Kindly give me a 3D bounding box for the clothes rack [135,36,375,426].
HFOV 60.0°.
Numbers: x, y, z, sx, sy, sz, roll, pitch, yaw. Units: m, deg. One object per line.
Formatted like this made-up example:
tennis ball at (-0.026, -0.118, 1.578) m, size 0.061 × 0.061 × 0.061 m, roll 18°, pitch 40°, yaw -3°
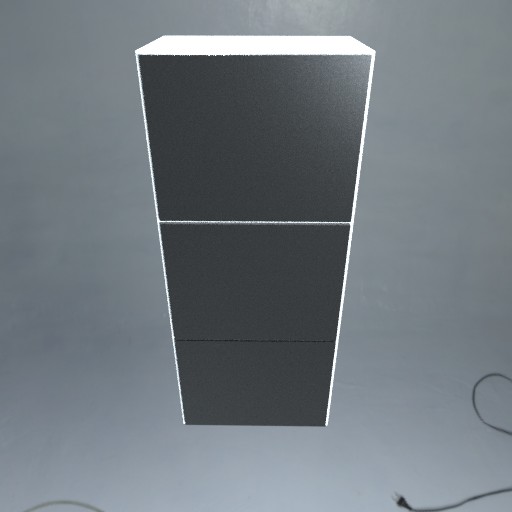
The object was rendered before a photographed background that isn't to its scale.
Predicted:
clothes rack at (0.000, 0.000, 1.363) m, size 0.500 × 1.187 × 0.330 m, roll 0°, pitch 31°, yaw 1°
